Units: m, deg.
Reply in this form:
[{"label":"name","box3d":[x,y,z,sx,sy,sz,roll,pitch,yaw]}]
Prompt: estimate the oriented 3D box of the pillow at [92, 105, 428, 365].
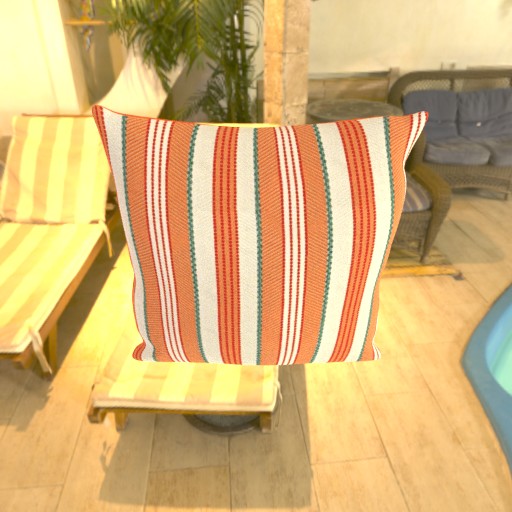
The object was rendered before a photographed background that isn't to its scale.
[{"label":"pillow","box3d":[0.000,0.000,0.670,0.440,0.441,0.182,0,31,1]}]
